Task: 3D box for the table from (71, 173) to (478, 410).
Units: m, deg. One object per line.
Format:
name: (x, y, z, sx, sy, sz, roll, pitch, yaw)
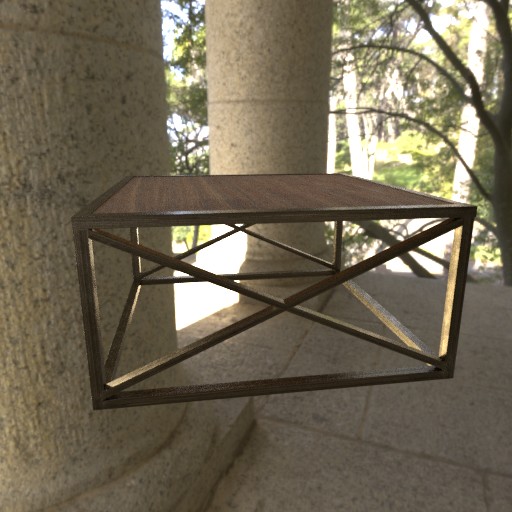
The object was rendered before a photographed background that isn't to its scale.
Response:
table: (0.000, 0.000, 1.454, 0.899, 0.451, 0.909, -2, 16, -9)
